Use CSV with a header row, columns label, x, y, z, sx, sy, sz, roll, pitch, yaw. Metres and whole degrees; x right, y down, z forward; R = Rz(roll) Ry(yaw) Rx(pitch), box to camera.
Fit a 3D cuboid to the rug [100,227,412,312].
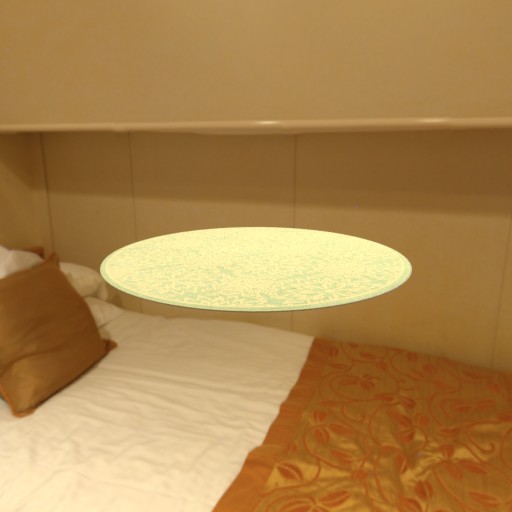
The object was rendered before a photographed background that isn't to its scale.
label,x,y,z,sx,sy,sz,roll,pitch,yaw
rug,0.000,0.000,2.390,1.593,0.012,1.593,0,15,0
